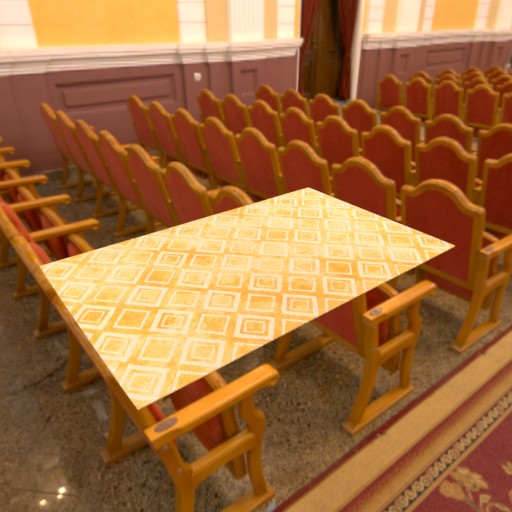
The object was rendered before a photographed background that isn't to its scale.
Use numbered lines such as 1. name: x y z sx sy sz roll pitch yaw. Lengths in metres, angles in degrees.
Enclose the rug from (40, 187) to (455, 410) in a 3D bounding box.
1. rug: 0.000 0.000 3.021 2.424 0.010 1.511 -20 35 -32
